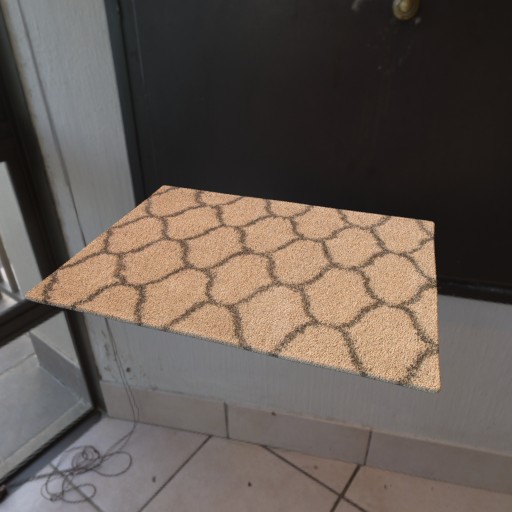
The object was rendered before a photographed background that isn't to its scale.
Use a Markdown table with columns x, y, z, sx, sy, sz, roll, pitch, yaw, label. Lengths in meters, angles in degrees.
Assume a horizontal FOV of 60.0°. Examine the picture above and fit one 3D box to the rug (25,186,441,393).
| x | y | z | sx | sy | sz | roll | pitch | yaw | label |
| --- | --- | --- | --- | --- | --- | --- | --- | --- | --- |
| 0.000 | 0.000 | 2.075 | 1.600 | 0.025 | 1.200 | 10 | 33 | 15 | rug |
